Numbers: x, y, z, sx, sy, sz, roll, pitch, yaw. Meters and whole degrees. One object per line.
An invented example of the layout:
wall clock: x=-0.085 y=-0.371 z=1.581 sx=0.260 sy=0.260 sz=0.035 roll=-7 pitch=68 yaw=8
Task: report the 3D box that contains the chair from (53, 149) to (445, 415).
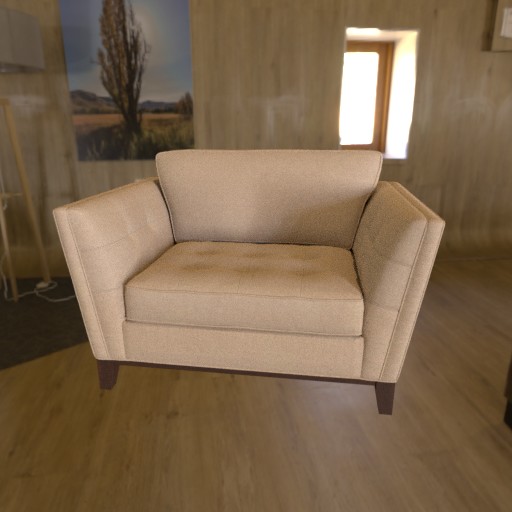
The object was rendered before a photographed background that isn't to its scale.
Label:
chair: x=0.000 y=0.000 z=2.081 sx=1.397 sy=0.940 sz=0.965 roll=3 pitch=18 yaw=8
